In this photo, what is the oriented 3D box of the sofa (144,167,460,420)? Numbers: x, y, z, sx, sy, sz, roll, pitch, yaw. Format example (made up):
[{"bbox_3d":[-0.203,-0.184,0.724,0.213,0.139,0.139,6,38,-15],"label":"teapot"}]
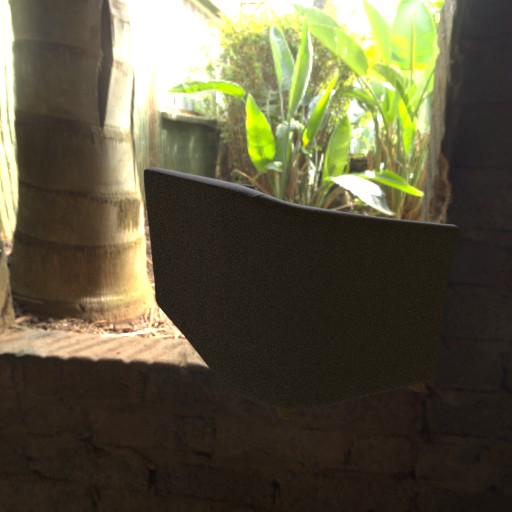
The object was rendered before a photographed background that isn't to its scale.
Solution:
[{"bbox_3d":[0.000,0.000,1.898,0.705,0.721,1.452,-7,16,-26],"label":"sofa"}]
